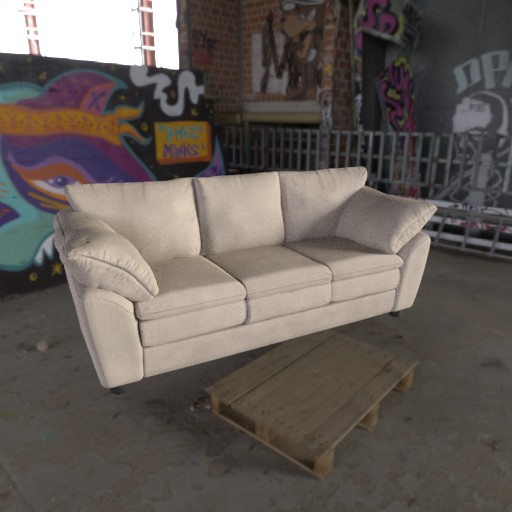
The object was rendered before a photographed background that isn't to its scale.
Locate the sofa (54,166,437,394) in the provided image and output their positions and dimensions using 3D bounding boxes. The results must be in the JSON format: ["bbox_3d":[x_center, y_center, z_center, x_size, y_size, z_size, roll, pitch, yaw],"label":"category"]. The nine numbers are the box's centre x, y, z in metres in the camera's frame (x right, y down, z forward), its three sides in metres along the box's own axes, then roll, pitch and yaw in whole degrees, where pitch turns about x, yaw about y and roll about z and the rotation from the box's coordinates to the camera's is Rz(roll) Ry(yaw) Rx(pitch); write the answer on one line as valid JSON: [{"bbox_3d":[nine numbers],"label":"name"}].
[{"bbox_3d":[0.000,0.000,2.849,2.334,0.996,0.878,-9,19,-27],"label":"sofa"}]
